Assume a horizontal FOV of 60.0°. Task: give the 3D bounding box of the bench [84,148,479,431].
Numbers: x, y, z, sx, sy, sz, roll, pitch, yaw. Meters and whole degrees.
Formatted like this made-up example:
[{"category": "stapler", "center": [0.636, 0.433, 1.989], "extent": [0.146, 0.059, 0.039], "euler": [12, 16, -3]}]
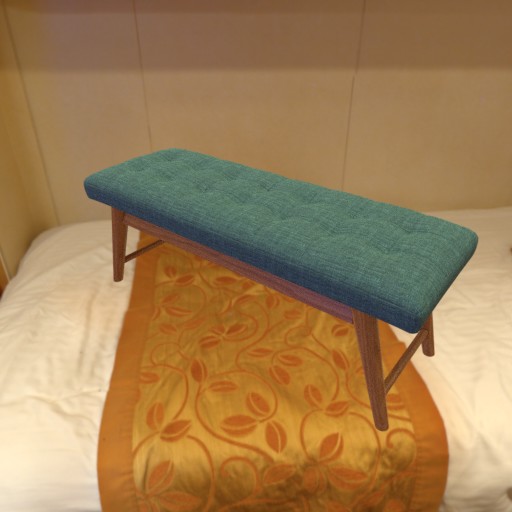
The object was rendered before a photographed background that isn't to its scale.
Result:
[{"category": "bench", "center": [0.000, 0.000, 1.360], "extent": [1.118, 0.432, 0.406], "euler": [22, 37, 32]}]
